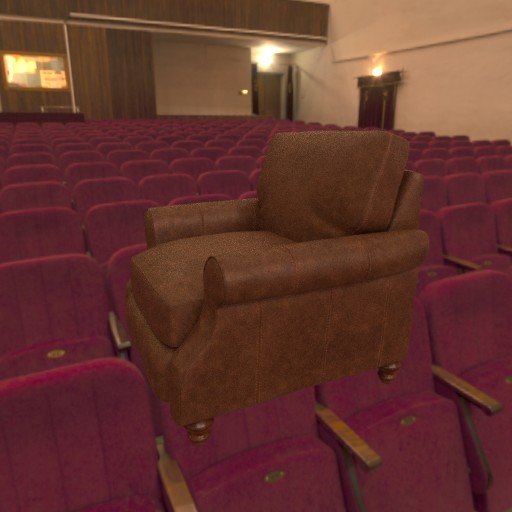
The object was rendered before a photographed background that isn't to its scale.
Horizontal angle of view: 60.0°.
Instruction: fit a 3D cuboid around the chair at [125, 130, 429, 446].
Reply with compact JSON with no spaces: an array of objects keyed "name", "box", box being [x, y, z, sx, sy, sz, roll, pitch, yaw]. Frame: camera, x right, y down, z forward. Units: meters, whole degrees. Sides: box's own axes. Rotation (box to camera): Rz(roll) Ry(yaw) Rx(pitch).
[{"name":"chair","box":[0.000,0.000,1.786,1.002,0.976,0.996,-8,19,-25]}]
